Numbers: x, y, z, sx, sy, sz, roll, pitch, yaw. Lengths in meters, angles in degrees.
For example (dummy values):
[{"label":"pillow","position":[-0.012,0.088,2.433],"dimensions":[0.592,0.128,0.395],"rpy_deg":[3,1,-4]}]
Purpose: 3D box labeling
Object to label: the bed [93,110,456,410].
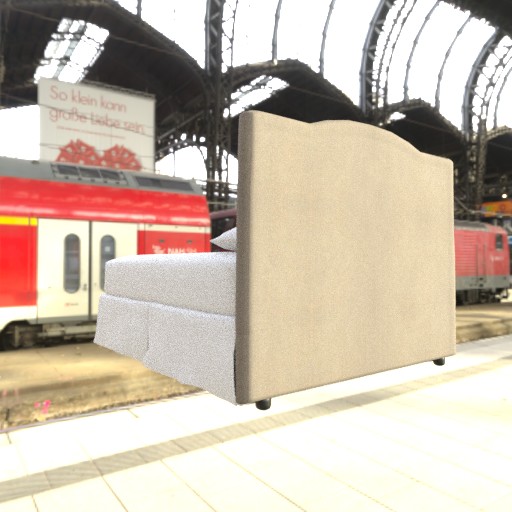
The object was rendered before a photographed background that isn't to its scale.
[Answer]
[{"label":"bed","position":[0.000,0.000,3.275],"dimensions":[1.744,1.441,2.128],"rpy_deg":[1,-1,-37]}]
